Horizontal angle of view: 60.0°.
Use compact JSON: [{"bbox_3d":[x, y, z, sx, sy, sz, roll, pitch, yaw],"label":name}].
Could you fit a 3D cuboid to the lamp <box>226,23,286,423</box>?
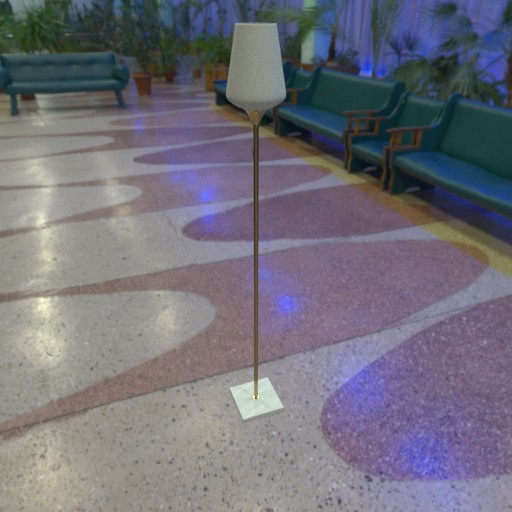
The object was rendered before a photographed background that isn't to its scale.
[{"bbox_3d":[0.000,0.000,1.952,0.229,1.813,0.232,-10,31,-18],"label":"lamp"}]
